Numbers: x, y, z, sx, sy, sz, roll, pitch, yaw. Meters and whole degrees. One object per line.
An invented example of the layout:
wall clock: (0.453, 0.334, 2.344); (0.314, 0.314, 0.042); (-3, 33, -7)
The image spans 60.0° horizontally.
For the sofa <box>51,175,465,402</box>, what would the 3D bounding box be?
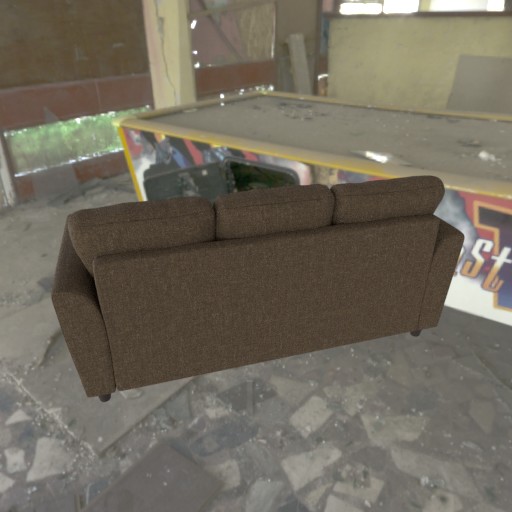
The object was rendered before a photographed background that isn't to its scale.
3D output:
sofa: (0.000, 0.000, 2.310); (1.847, 0.891, 0.837); (-8, 29, -15)
